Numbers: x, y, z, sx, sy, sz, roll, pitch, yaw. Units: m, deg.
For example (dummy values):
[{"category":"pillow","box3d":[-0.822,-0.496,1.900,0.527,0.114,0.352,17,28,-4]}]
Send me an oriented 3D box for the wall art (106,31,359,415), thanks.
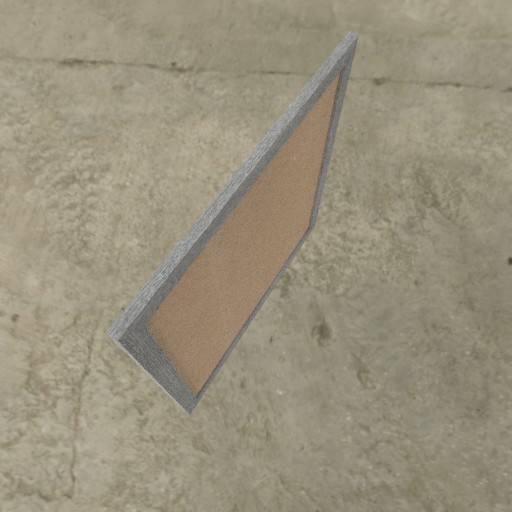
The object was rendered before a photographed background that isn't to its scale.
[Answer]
[{"category":"wall art","box3d":[0.000,0.000,0.996,0.020,0.685,0.685,29,67,14]}]
